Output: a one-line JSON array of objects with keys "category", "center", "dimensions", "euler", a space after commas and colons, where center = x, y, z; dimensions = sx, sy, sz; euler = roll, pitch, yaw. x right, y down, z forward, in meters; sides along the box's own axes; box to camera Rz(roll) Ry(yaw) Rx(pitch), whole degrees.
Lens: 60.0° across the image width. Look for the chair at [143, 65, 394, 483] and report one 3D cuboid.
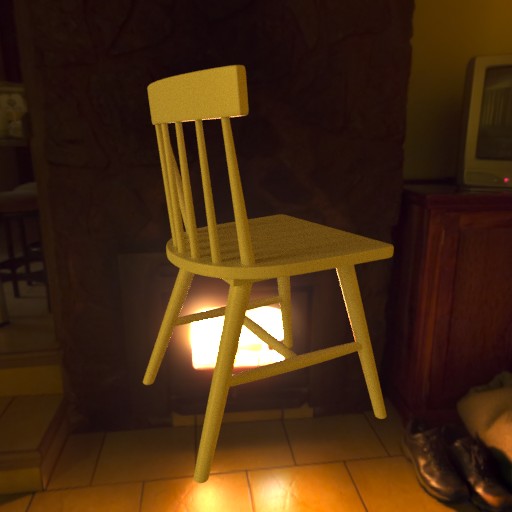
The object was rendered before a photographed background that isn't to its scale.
[{"category": "chair", "center": [0.000, 0.000, 1.086], "dimensions": [0.500, 0.787, 0.483], "euler": [-8, 17, -27]}]
